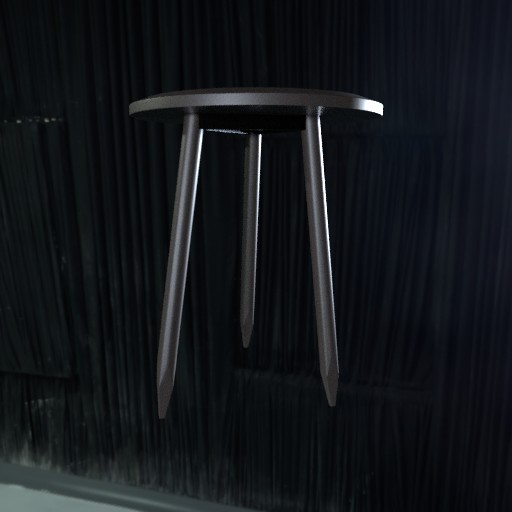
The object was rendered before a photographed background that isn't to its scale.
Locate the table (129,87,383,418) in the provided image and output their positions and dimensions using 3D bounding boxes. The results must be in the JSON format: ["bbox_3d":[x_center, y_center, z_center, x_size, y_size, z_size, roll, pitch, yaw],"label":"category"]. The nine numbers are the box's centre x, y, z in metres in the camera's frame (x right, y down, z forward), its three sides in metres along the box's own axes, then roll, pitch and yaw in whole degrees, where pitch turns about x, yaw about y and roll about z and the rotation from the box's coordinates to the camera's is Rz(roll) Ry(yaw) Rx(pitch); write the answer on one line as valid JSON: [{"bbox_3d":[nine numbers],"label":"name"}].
[{"bbox_3d":[0.000,0.000,0.893,0.457,0.585,0.457,0,13,0],"label":"table"}]
